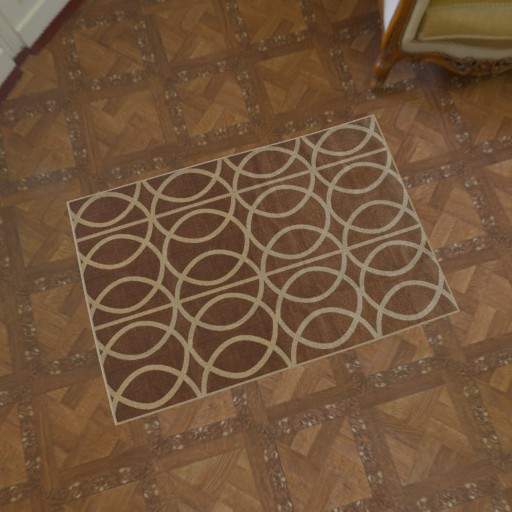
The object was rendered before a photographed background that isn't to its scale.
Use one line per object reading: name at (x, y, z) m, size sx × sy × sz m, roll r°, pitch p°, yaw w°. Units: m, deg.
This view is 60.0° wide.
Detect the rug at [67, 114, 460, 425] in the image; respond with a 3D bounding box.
rug at (0.000, 0.000, 2.965) m, size 2.294 × 0.014 × 1.528 m, roll -17°, pitch 76°, yaw -4°
